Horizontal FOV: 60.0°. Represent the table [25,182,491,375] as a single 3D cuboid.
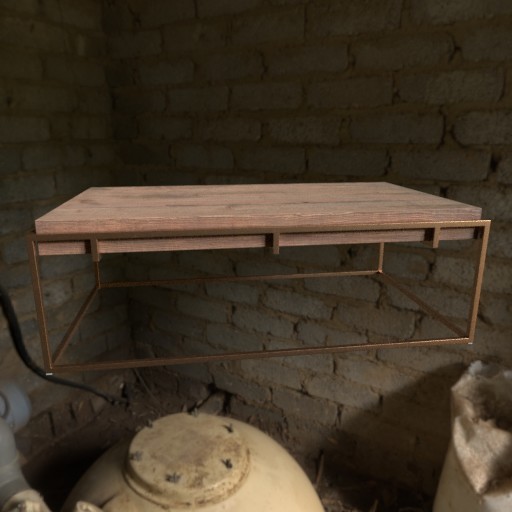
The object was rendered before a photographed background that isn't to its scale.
[{"bbox_3d":[0.000,0.000,1.727,1.387,0.468,0.775,-2,16,-8],"label":"table"}]
